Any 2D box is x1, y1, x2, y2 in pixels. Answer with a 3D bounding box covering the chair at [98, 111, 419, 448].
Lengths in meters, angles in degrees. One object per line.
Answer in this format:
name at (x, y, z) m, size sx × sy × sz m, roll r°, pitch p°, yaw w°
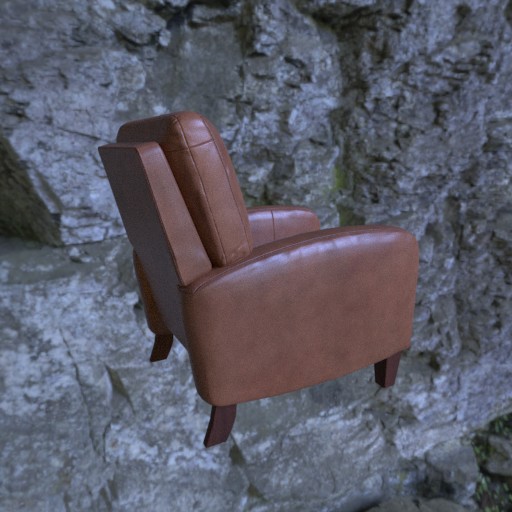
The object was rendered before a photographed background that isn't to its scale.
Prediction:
chair at (0.000, 0.000, 1.675) m, size 0.990 × 0.990 × 0.762 m, roll -7°, pitch 16°, yaw -27°
